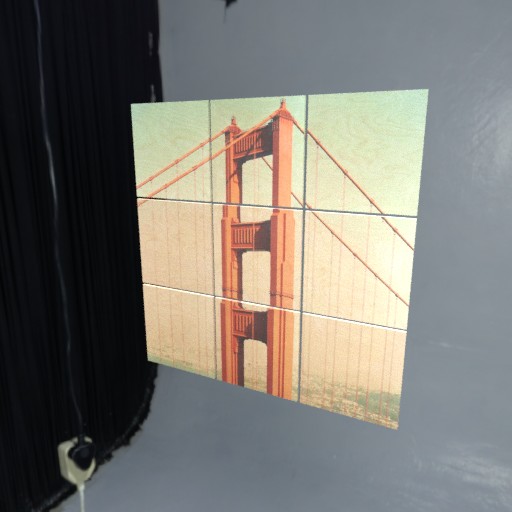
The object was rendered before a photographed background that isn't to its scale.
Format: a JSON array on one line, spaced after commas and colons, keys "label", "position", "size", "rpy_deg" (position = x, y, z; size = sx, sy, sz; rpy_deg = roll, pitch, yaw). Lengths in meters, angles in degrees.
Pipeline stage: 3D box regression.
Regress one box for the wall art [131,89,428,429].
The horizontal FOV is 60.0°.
[{"label": "wall art", "position": [0.000, 0.000, 1.808], "size": [1.214, 1.219, 0.013], "rpy_deg": [7, 16, 26]}]
